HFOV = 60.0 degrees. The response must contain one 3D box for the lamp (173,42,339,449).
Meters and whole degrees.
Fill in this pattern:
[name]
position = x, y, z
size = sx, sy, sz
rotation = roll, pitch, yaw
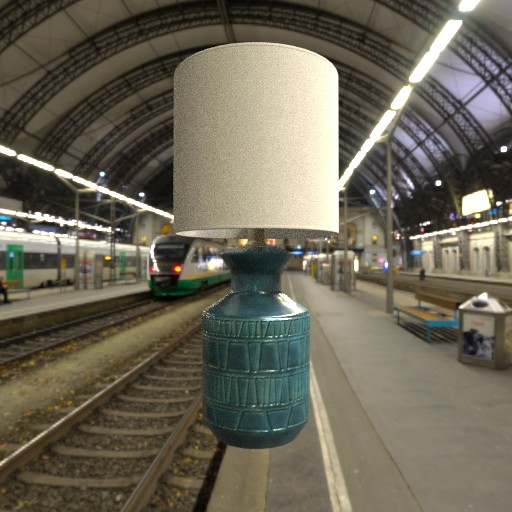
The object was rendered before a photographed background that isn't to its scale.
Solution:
[lamp]
position = 0.000, 0.000, 0.576
size = 0.211, 0.455, 0.211
rotation = 0, -1, -17
